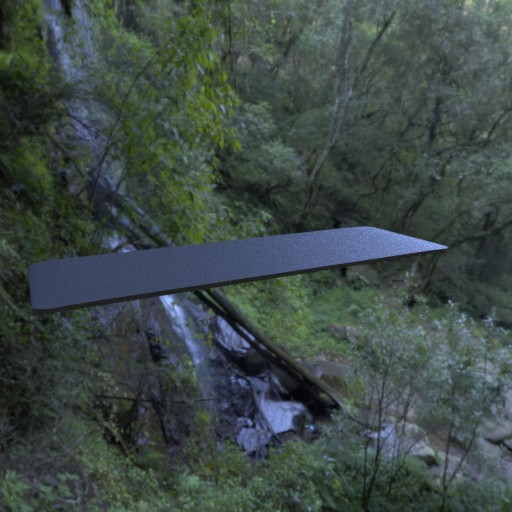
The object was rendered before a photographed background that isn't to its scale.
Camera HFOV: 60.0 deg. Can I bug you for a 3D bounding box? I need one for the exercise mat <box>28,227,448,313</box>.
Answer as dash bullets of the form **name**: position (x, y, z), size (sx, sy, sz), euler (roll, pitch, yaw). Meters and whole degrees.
- **exercise mat**: position (0.000, 0.000, 2.051), size (1.884, 0.021, 0.616), euler (-7, 17, -26)
